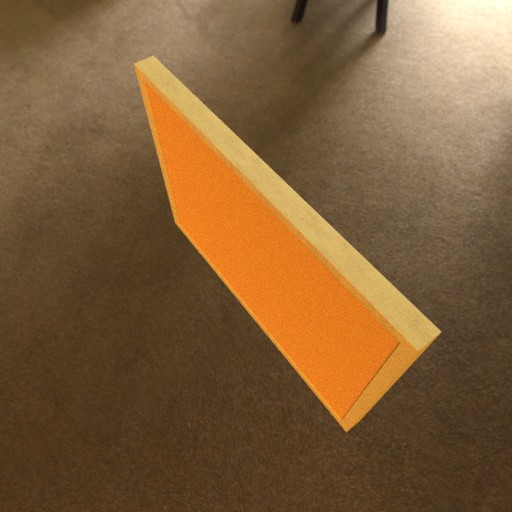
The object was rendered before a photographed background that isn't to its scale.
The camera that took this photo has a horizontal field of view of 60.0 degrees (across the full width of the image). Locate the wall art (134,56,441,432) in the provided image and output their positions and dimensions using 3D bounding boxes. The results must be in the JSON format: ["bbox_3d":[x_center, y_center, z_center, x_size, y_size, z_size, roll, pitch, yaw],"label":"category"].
[{"bbox_3d":[0.000,0.000,0.682,0.032,0.380,0.532,-33,63,-19],"label":"wall art"}]
